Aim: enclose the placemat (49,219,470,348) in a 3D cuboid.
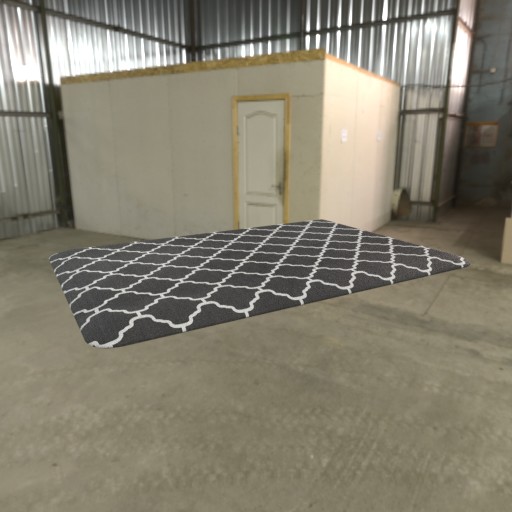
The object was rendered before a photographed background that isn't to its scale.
[{"bbox_3d":[0.000,0.000,0.937,0.762,0.021,0.508,-9,18,-29],"label":"placemat"}]
